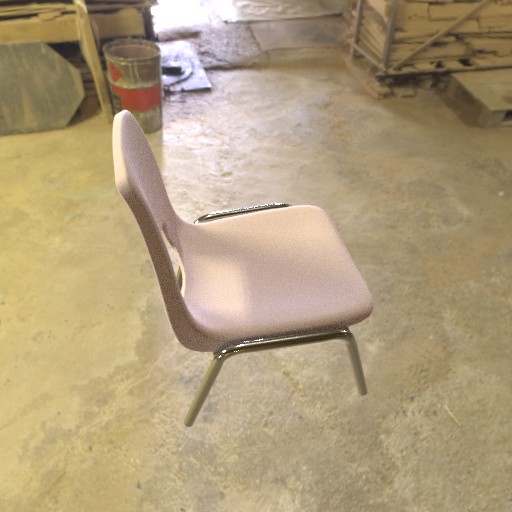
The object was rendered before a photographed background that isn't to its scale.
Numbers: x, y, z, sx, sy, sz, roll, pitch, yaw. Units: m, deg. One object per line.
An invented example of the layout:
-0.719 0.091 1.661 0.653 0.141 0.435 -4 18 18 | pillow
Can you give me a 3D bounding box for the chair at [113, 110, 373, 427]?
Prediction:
0.000 0.000 0.796 0.385 0.537 0.354 -9 46 -9 | chair
